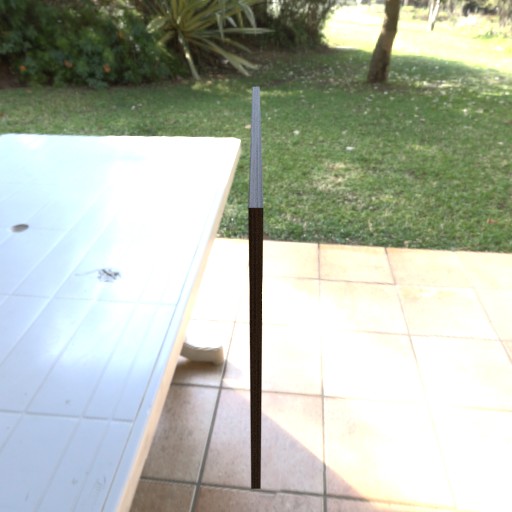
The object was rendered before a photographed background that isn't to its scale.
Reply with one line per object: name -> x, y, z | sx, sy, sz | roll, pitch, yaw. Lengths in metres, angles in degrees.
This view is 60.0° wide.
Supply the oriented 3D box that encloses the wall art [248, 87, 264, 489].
wall art -> 0.000, 0.000, 0.692 | 0.013, 0.406, 0.508 | 0, 32, 0
